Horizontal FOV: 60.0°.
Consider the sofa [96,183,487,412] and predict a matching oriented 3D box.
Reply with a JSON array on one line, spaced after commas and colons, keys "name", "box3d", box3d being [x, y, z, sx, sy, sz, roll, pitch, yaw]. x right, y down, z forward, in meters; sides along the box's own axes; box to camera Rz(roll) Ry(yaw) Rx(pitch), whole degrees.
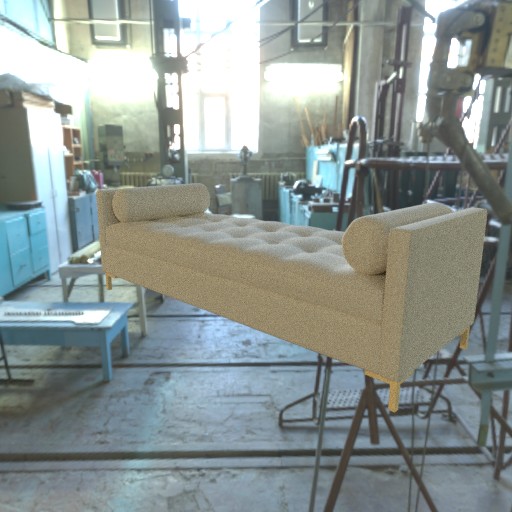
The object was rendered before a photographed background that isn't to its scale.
[{"name": "sofa", "box3d": [0.000, 0.000, 2.311, 1.985, 0.641, 0.746, 13, 18, 42]}]
